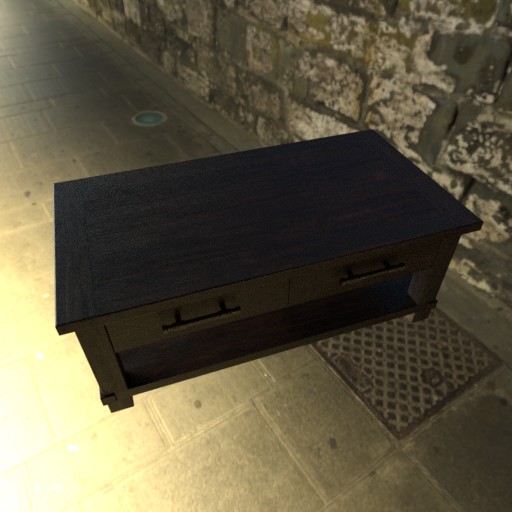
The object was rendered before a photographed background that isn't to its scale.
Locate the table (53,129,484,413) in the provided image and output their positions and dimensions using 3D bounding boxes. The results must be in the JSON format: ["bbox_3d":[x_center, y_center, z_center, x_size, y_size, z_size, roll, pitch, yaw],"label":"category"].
[{"bbox_3d":[0.000,0.000,1.631,1.270,0.494,0.700,-13,43,-14],"label":"table"}]
